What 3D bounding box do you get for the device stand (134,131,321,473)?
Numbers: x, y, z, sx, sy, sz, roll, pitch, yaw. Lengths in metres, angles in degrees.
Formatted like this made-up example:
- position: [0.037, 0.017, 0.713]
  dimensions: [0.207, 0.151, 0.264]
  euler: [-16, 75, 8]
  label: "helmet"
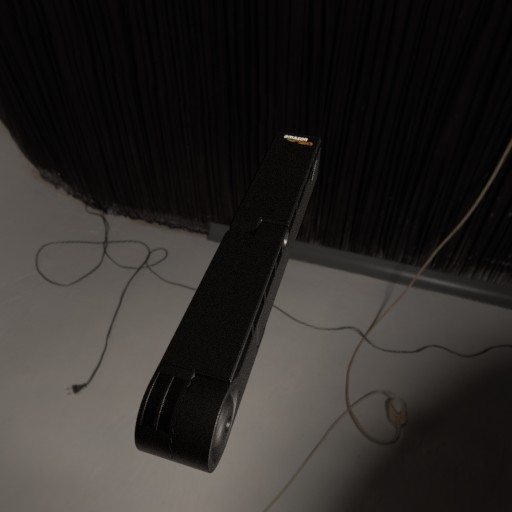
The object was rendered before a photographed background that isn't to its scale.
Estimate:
- position: [0.000, 0.000, 0.194]
  dimensions: [0.026, 0.030, 0.179]
  euler: [12, 47, 12]
  label: "device stand"
